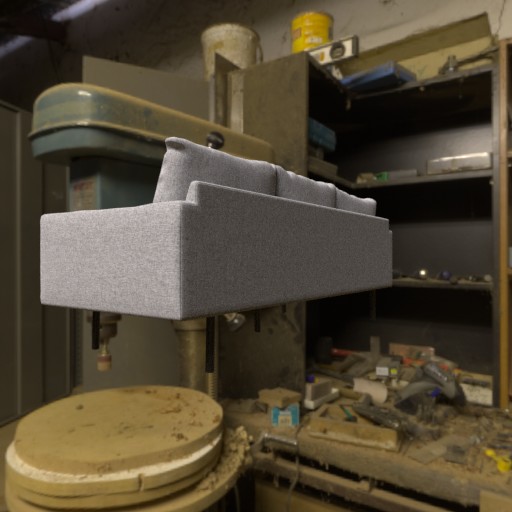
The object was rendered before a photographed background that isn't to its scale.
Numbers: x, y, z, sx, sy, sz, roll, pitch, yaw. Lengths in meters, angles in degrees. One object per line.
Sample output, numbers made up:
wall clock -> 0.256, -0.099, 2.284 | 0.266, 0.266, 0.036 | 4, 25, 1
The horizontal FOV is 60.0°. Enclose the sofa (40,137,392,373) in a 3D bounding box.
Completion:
sofa -> 0.000, 0.000, 2.425 | 0.850, 0.830, 2.000 | 0, 0, 36
